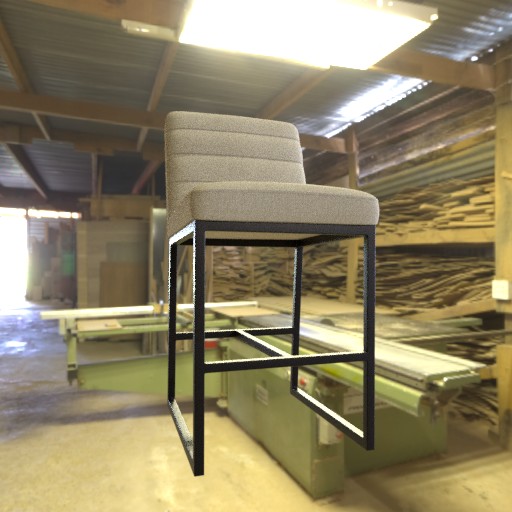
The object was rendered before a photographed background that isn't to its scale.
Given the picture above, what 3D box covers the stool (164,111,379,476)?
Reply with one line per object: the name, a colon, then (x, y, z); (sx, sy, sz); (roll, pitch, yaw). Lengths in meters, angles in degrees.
stool: (0.000, 0.000, 1.250); (0.460, 0.940, 0.560); (0, -1, -18)
